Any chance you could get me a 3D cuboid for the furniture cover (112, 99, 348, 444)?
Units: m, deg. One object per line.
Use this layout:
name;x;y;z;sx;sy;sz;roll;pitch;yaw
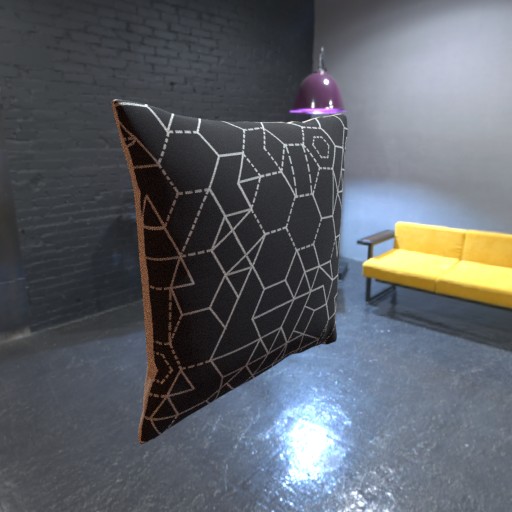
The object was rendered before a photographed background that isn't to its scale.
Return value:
furniture cover;0.000;0.000;0.800;0.158;0.508;0.517;15;21;43
